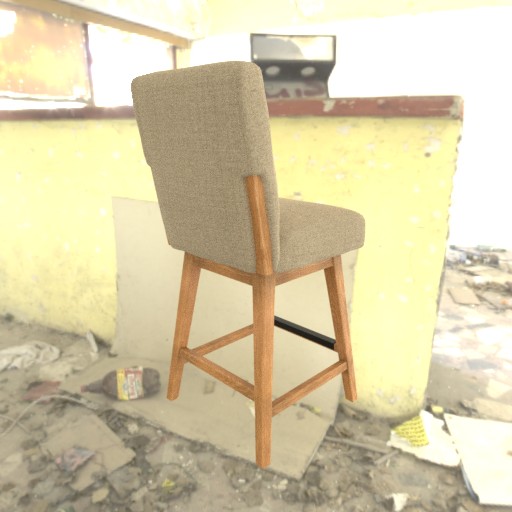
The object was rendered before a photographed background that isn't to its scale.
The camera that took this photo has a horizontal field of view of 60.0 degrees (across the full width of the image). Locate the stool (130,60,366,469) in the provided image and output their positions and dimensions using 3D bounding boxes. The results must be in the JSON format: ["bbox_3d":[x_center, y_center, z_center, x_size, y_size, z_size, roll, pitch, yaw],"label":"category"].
[{"bbox_3d":[0.000,0.000,1.329,0.526,1.010,0.459,-16,22,-42],"label":"stool"}]
